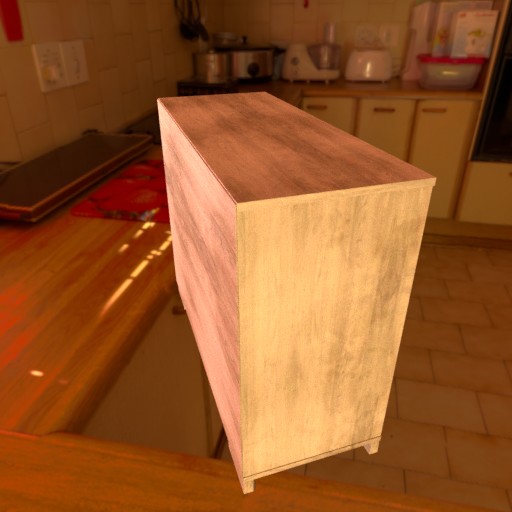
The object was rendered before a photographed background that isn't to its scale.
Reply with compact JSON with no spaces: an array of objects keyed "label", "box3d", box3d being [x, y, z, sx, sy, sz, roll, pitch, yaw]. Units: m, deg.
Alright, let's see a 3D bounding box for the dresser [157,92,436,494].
[{"label":"dresser","box3d":[0.000,0.000,1.410,0.404,0.816,0.994,-9,31,-16]}]
